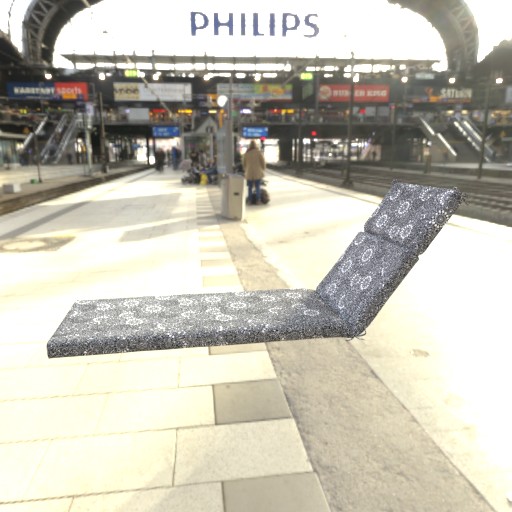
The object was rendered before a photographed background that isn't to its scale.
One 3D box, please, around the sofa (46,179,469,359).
[{"bbox_3d":[0.000,0.000,1.948,1.663,0.622,0.582,-2,13,-10],"label":"sofa"}]
